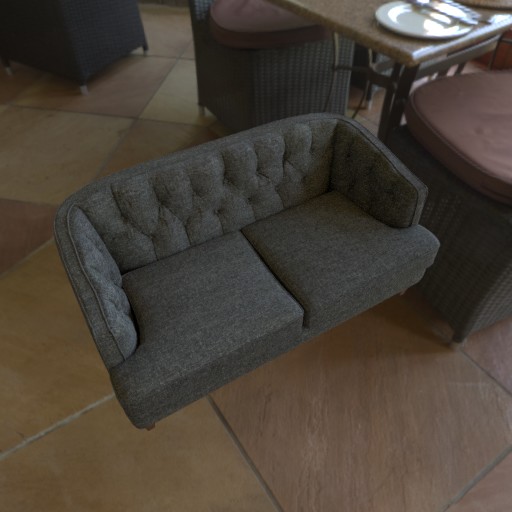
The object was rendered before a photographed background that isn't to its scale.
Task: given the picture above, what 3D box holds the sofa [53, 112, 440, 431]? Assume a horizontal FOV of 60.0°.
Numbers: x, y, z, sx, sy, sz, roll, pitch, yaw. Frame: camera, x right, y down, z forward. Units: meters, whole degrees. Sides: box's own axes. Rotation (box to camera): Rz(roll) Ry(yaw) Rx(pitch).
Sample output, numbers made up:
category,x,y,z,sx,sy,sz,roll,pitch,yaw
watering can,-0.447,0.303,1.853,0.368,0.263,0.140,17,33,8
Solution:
category,x,y,z,sx,sy,sz,roll,pitch,yaw
sofa,0.000,0.000,2.275,1.733,0.855,0.941,-23,51,-20
